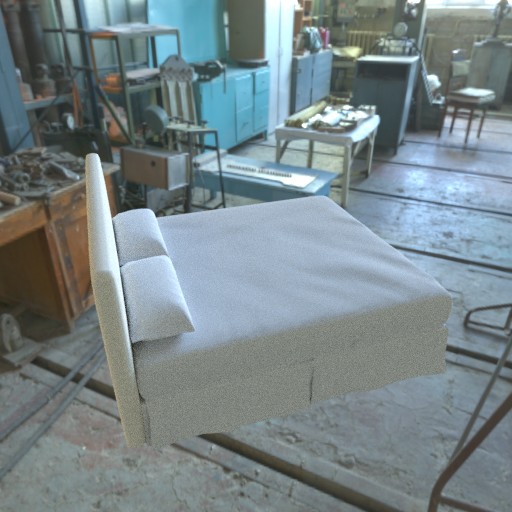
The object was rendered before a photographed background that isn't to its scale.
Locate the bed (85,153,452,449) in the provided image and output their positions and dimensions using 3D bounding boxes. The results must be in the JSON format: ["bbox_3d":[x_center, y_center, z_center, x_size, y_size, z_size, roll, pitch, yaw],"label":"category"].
[{"bbox_3d":[0.000,0.000,3.506,2.341,1.317,2.119,-10,31,-17],"label":"bed"}]
